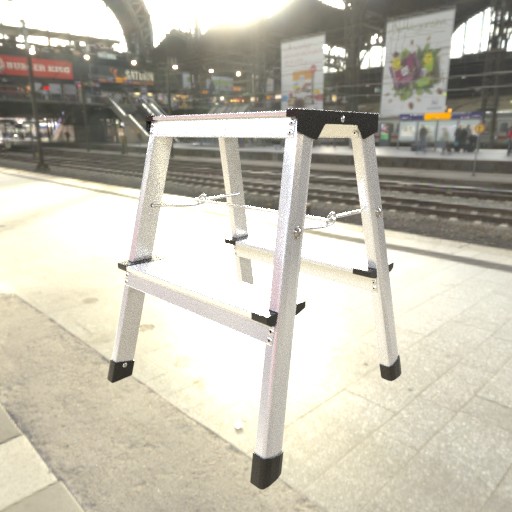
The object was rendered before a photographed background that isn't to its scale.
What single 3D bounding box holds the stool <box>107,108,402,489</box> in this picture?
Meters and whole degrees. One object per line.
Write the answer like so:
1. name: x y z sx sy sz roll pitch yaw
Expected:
1. stool: 0.000 0.000 0.787 0.404 0.480 0.405 14 21 41
